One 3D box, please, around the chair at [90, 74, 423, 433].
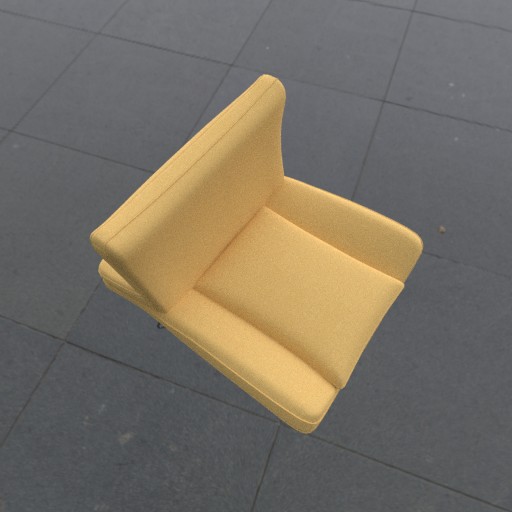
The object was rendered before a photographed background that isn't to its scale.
[{"bbox_3d":[0.000,0.000,1.640,1.008,0.855,0.859,31,64,17],"label":"chair"}]
